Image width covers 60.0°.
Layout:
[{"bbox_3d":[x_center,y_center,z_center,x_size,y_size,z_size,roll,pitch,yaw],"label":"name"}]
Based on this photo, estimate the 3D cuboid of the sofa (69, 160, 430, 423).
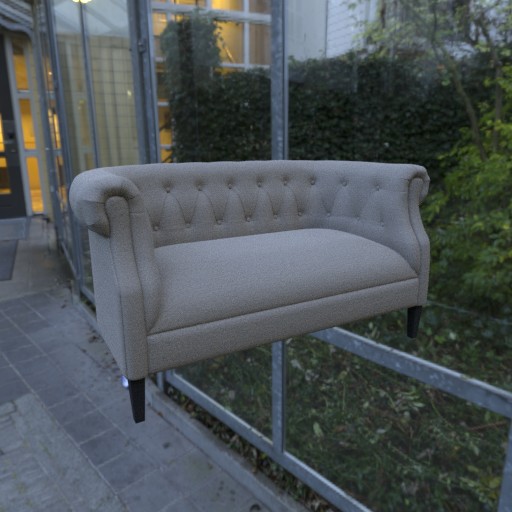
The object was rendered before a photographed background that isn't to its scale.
[{"bbox_3d":[0.000,0.000,2.049,1.558,0.827,0.835,-8,17,-29],"label":"sofa"}]
